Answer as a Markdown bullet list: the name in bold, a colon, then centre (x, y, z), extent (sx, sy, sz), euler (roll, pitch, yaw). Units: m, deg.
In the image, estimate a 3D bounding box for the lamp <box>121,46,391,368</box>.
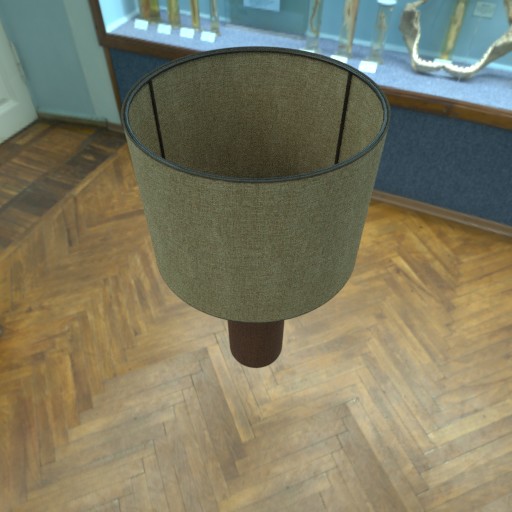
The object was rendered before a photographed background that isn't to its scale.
- **lamp**: centre (0.000, 0.000, 0.466), extent (0.202, 0.350, 0.202), euler (0, 47, 0)
